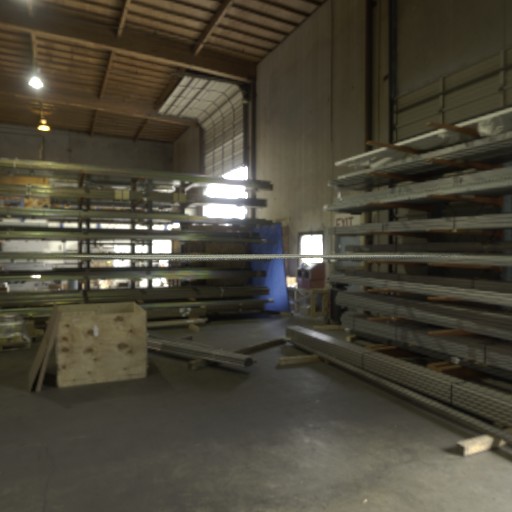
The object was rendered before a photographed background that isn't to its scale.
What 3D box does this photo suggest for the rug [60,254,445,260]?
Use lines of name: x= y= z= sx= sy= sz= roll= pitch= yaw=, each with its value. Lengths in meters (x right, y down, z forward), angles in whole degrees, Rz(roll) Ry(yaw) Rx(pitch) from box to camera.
rug: x=0.000 y=0.000 z=4.138 sx=3.037 sy=0.004 sz=2.453 roll=0 pitch=1 yaw=-37
